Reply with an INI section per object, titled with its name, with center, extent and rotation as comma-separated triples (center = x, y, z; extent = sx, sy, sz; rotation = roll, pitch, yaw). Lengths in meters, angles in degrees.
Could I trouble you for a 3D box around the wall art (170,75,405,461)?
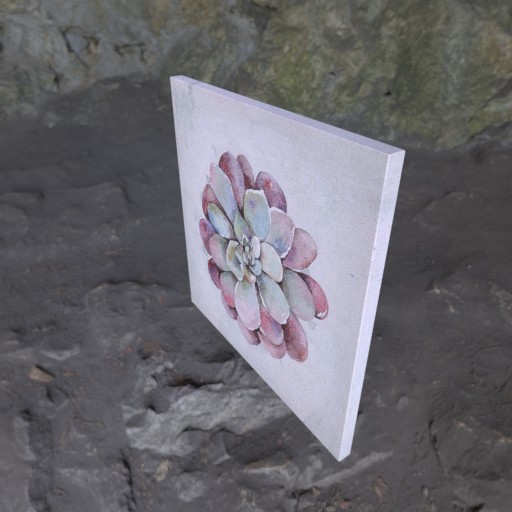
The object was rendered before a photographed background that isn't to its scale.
[wall art]
center = 0.000, 0.000, 1.139
extent = 0.041, 0.762, 0.762
rotation = -20, 37, -29
